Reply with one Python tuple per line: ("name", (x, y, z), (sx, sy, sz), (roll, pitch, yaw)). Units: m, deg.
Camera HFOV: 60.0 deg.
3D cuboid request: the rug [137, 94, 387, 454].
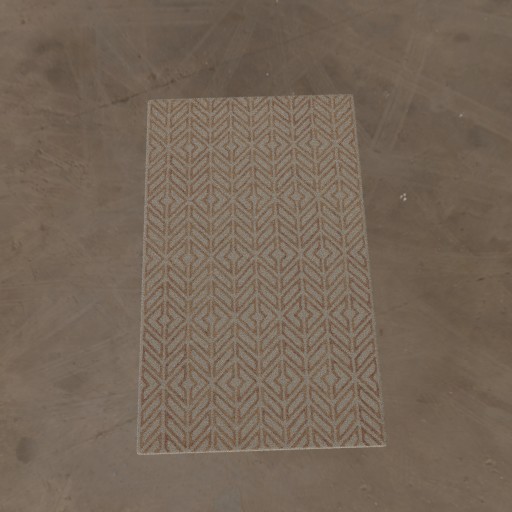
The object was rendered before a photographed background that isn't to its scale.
("rug", (0.000, 0.000, 2.991), (1.523, 0.008, 2.438), (-2, 76, 0))
